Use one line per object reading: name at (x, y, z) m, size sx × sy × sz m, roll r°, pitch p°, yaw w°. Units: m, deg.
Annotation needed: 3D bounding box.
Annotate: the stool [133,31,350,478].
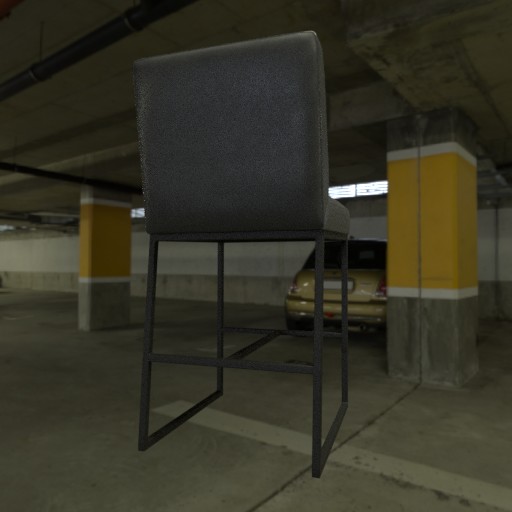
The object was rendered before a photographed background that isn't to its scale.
stool at (0.000, 0.000, 1.223) m, size 0.457 × 0.938 × 0.552 m, roll 0°, pitch -1°, yaw 18°
